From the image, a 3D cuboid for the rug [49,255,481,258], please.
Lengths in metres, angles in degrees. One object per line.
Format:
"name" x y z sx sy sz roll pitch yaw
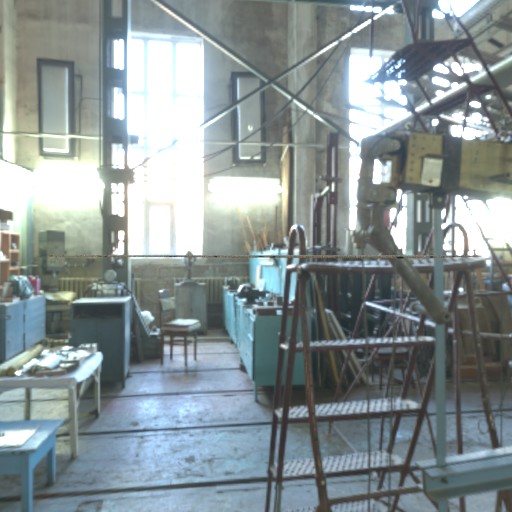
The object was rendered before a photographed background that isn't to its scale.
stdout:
"rug" 0.000 0.000 2.964 2.465 0.008 1.526 0 0 36
